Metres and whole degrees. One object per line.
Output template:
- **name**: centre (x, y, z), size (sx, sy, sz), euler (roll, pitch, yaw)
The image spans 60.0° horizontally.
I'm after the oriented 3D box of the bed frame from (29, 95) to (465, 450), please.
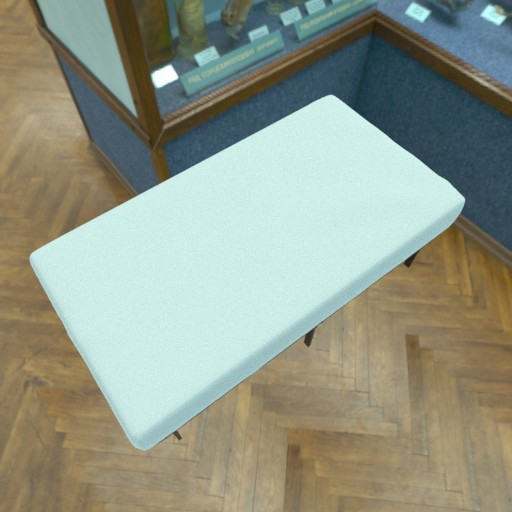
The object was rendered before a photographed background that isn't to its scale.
- **bed frame**: centre (0.000, 0.000, 2.337), size (1.908, 0.640, 1.025), euler (-33, 64, -18)
